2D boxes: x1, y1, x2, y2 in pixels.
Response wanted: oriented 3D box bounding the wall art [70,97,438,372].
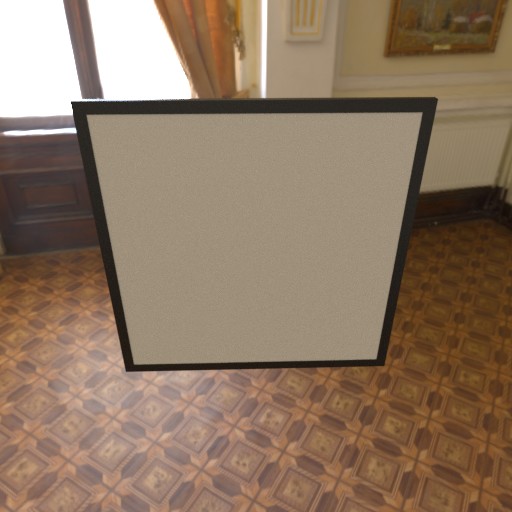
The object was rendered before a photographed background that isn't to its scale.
[{"bbox_3d":[0.000,0.000,1.186,0.807,0.807,0.022,-1,31,-2],"label":"wall art"}]
